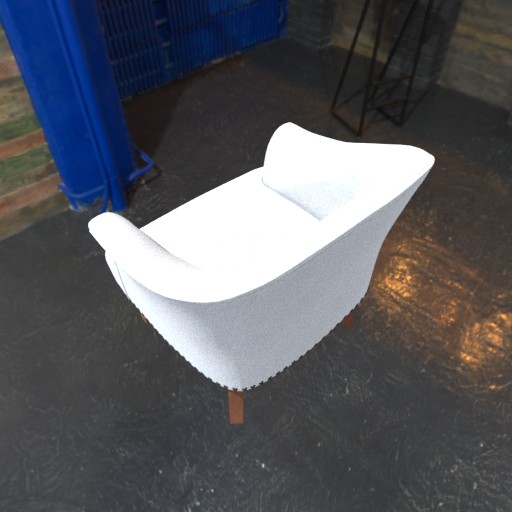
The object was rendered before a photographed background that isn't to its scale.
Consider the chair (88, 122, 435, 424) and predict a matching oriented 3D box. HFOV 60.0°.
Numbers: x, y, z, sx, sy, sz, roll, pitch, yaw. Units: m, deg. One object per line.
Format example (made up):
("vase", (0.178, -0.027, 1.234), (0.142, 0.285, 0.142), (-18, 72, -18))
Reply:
("chair", (0.000, 0.000, 1.374), (0.798, 0.815, 0.704), (-33, 55, -27))
